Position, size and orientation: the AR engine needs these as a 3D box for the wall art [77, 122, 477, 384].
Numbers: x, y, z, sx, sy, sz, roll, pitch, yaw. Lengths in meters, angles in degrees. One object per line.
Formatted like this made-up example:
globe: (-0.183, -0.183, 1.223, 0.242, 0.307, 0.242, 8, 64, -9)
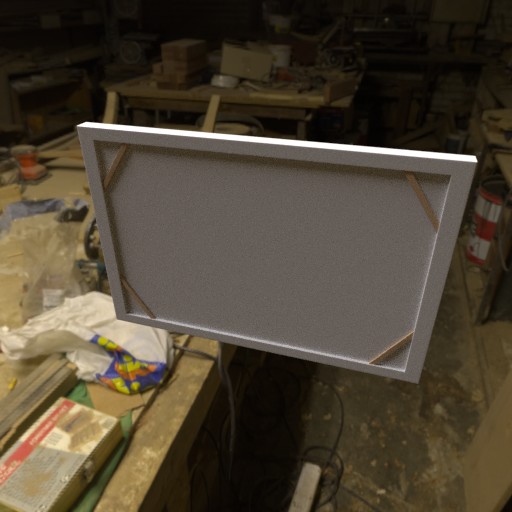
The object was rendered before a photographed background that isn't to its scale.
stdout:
wall art: (0.000, 0.000, 1.150, 0.914, 0.609, 0.038, 9, 32, 15)
